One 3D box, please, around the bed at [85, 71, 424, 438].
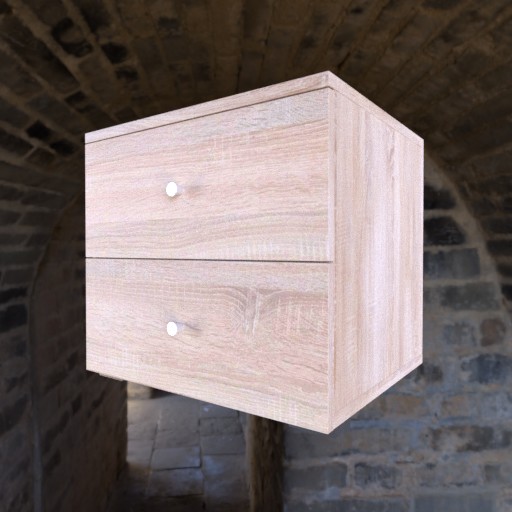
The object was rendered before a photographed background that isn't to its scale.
[{"bbox_3d":[0.000,0.000,0.776,0.460,0.420,0.401,1,1,36],"label":"bed"}]
